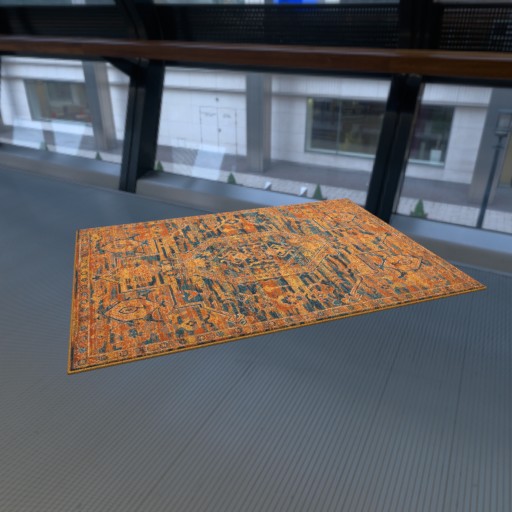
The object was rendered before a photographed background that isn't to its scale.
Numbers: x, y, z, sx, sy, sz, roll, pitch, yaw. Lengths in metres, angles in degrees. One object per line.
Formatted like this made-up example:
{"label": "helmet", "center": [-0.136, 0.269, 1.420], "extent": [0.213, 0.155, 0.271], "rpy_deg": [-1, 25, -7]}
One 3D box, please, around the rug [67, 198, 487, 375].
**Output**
{"label": "rug", "center": [0.000, 0.000, 2.841], "extent": [2.204, 0.024, 1.588], "rpy_deg": [-9, 28, -17]}
